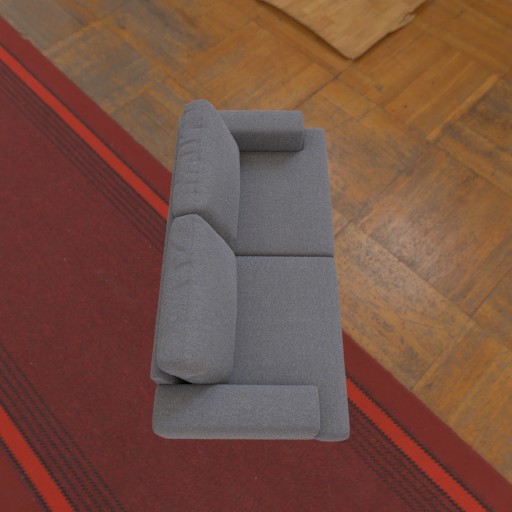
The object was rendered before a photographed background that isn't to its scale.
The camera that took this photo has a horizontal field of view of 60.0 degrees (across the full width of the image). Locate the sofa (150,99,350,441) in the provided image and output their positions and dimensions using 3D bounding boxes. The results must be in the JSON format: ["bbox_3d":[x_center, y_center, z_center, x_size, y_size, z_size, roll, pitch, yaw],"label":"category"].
[{"bbox_3d":[0.000,0.000,2.148,0.785,0.810,1.650,0,63,0],"label":"sofa"}]
